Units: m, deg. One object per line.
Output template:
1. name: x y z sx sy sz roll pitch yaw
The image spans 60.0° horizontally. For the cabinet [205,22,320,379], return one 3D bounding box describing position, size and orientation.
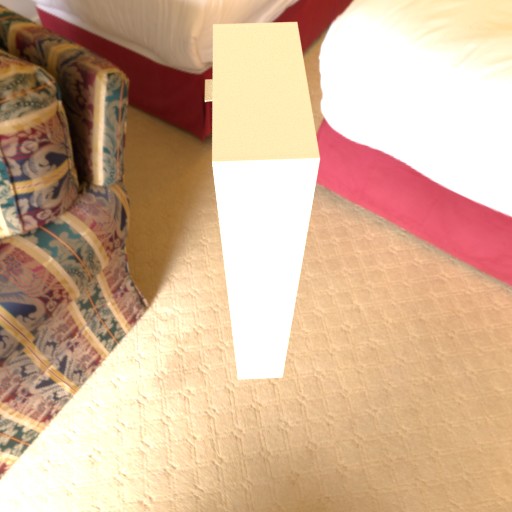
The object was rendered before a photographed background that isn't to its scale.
1. cabinet: 0.000 0.000 1.793 0.255 1.630 0.520 -2 58 -1
